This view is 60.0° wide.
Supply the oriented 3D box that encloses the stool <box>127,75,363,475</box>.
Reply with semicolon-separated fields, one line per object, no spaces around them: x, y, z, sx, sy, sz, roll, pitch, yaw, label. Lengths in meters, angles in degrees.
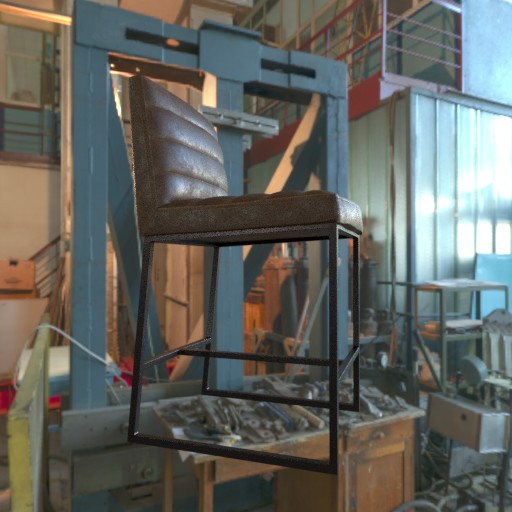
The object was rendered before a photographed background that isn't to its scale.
0.000;0.000;1.243;0.562;0.942;0.463;0;-1;19;stool
